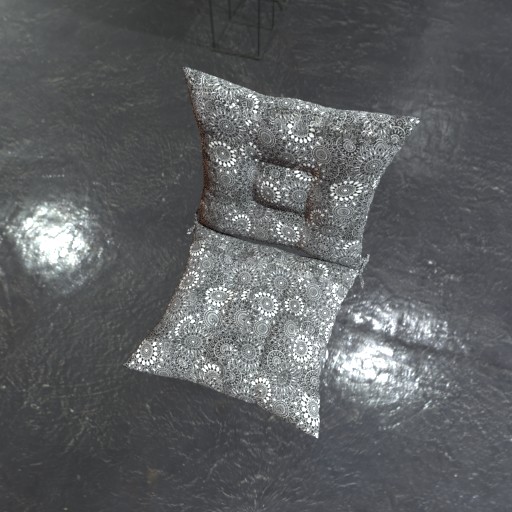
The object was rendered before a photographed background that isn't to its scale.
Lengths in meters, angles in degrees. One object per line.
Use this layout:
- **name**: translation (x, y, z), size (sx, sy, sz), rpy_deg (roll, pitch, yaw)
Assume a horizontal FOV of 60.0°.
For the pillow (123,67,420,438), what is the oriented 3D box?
- **pillow**: translation (0.000, 0.000, 1.013), size (0.541, 0.536, 0.585), rpy_deg (17, 61, 10)
